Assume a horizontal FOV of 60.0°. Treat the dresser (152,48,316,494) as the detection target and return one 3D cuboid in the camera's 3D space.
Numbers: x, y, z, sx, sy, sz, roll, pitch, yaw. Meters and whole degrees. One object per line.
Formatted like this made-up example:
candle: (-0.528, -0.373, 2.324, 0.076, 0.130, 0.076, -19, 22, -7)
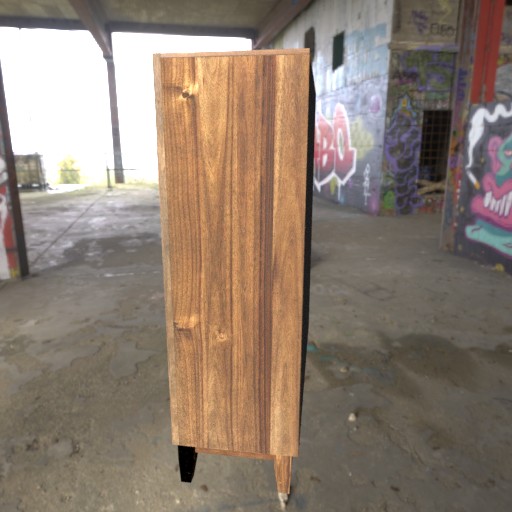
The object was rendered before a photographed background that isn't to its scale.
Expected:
dresser: (0.000, 0.000, 1.860, 0.442, 1.393, 1.062, 2, 14, 8)
